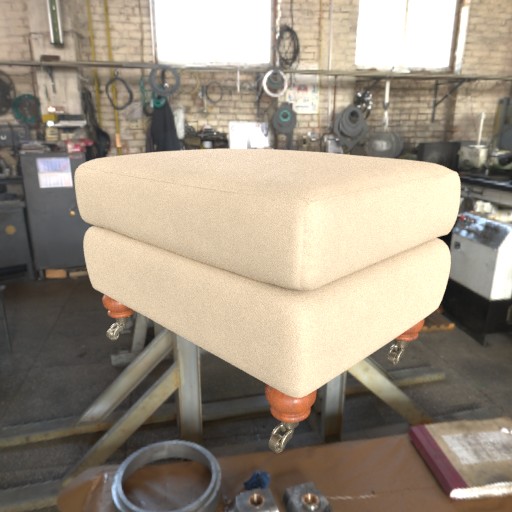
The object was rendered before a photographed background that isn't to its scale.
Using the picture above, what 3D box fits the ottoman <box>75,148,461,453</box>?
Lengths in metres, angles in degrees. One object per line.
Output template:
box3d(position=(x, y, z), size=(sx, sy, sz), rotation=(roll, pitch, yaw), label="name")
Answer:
box3d(position=(0.000, 0.000, 1.097), size=(0.773, 0.504, 0.569), rotation=(16, 23, 42), label="ottoman")
